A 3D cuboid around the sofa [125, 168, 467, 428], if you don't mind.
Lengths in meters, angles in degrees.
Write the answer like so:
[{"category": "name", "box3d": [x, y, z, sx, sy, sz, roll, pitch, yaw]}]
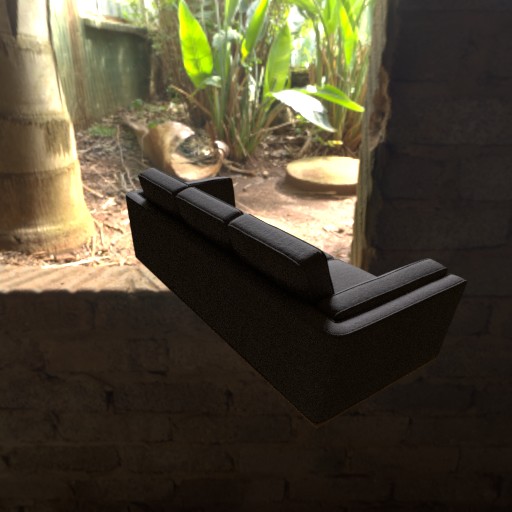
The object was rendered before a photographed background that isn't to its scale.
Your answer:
[{"category": "sofa", "box3d": [0.000, 0.000, 2.878, 0.903, 0.899, 2.362, -16, 29, -31]}]
